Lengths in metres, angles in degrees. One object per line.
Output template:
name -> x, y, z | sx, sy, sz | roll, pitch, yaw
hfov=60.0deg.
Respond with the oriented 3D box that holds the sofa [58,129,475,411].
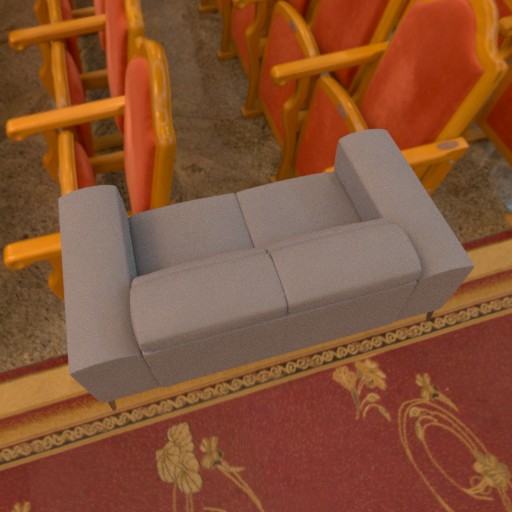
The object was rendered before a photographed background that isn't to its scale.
sofa -> 0.000, 0.000, 2.389 | 1.895, 0.779, 1.003 | -14, 58, -9
